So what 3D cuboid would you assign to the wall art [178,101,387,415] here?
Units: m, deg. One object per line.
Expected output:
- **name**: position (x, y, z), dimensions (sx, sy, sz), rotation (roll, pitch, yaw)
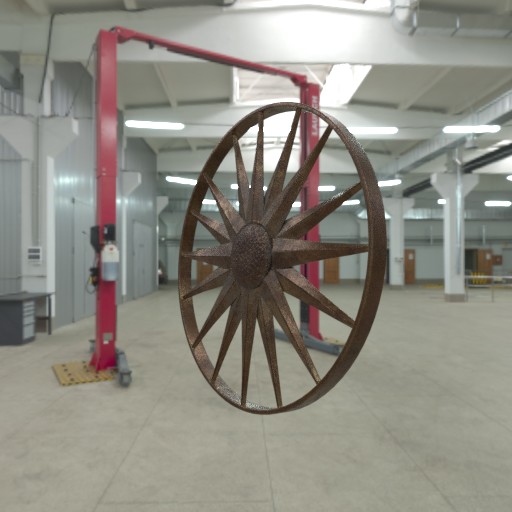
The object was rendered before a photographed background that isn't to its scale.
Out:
- **wall art**: position (0.000, 0.000, 0.862), dimensions (0.084, 0.583, 0.582), rotation (0, -1, -37)
